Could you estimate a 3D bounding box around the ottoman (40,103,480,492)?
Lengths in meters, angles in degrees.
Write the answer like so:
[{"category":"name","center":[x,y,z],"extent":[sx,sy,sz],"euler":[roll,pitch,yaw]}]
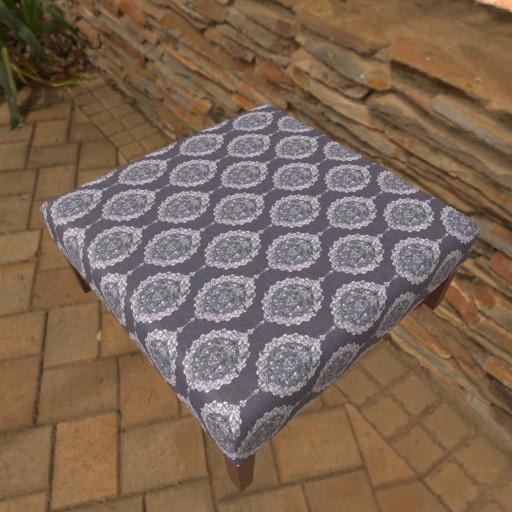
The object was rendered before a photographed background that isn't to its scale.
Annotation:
[{"category":"ottoman","center":[0.000,0.000,1.356],"extent":[0.890,0.409,0.889],"euler":[-33,55,-27]}]
